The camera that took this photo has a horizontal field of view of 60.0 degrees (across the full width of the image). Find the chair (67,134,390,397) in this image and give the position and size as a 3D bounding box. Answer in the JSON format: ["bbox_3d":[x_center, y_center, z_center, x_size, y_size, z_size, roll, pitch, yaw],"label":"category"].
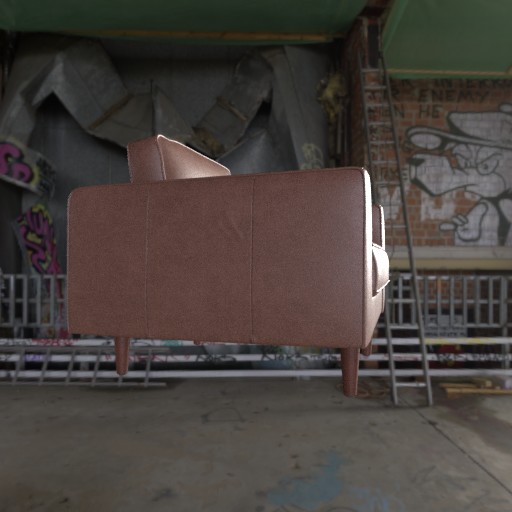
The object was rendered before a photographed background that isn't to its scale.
[{"bbox_3d":[0.000,0.000,1.579,0.900,0.770,0.920,0,-1,19],"label":"chair"}]
